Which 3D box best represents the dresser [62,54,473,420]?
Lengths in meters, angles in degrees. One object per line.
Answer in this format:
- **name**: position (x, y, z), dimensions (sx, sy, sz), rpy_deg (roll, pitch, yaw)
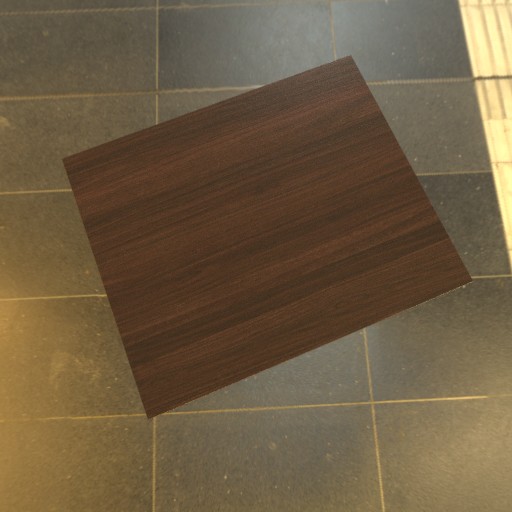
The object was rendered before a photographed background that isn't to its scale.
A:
- **dresser**: position (0.000, 0.000, 0.766), dimensions (0.400, 0.470, 0.360), rpy_deg (-22, 77, -5)
